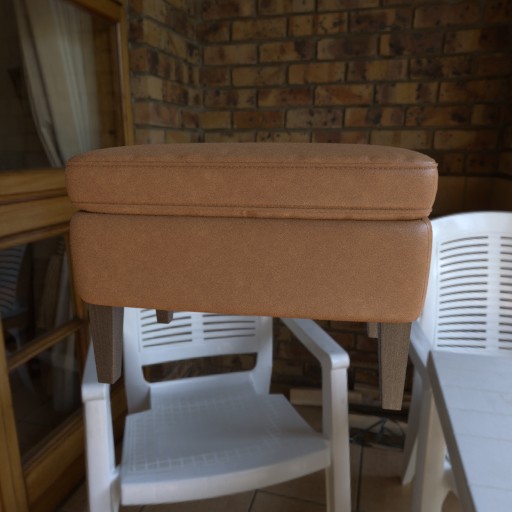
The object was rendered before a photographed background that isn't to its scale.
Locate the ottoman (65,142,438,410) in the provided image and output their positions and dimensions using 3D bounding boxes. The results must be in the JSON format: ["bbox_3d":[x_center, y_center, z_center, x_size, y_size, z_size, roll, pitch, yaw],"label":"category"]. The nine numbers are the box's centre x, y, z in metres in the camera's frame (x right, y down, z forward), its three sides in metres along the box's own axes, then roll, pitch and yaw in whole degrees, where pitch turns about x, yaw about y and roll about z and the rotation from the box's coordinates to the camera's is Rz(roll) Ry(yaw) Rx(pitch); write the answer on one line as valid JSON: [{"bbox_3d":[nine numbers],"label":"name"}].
[{"bbox_3d":[0.000,0.000,0.969,0.670,0.480,0.420,2,14,9],"label":"ottoman"}]
